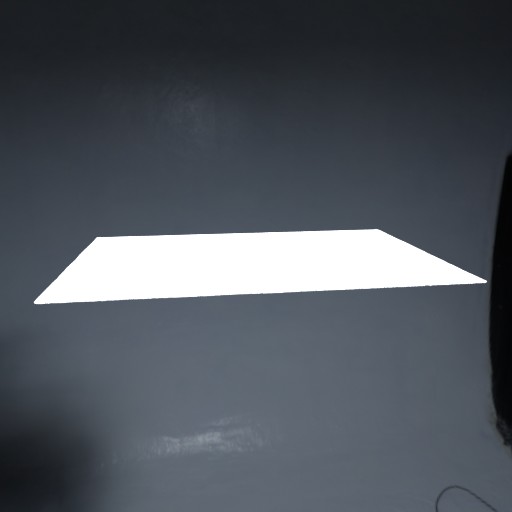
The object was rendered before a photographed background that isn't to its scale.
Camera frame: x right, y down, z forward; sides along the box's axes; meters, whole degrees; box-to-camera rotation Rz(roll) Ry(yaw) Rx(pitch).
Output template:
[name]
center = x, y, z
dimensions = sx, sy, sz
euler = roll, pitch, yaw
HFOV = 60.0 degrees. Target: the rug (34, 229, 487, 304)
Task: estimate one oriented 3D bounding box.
[rug]
center = 0.000, 0.000, 3.084
dimensions = 2.442, 0.010, 1.546
euler = -2, 15, -8
